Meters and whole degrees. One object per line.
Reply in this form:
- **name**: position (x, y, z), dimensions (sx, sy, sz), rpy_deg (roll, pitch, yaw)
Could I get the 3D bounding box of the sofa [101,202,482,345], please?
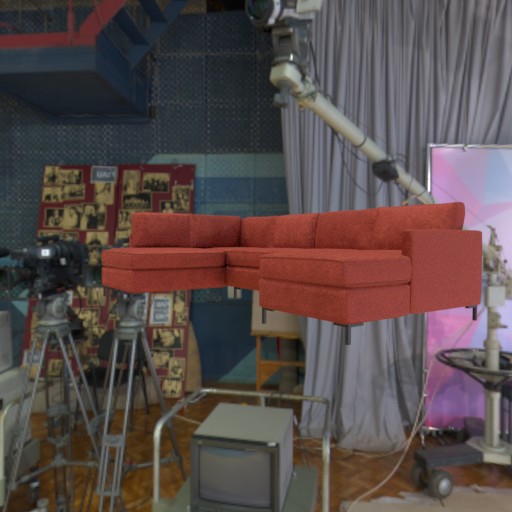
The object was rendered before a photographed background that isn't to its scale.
- **sofa**: position (0.000, 0.000, 4.357), dimensions (2.055, 0.992, 3.434), rpy_deg (-1, 2, -35)
